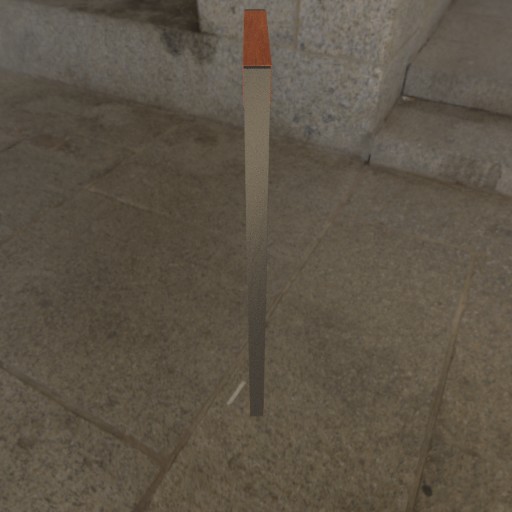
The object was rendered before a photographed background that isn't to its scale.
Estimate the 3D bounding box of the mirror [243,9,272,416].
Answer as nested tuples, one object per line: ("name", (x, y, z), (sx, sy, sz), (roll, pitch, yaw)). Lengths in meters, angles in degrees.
("mirror", (0.000, 0.000, 1.203), (0.047, 1.123, 0.343), (-1, 43, -1))
